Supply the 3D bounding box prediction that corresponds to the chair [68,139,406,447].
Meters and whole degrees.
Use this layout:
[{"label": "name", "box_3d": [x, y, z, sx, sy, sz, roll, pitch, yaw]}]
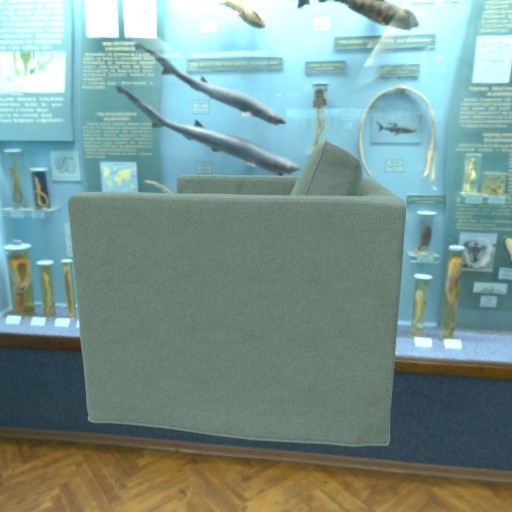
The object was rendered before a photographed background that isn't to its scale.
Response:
[{"label": "chair", "box_3d": [0.000, 0.000, 1.714, 0.949, 0.863, 1.057, 2, 14, 9]}]
